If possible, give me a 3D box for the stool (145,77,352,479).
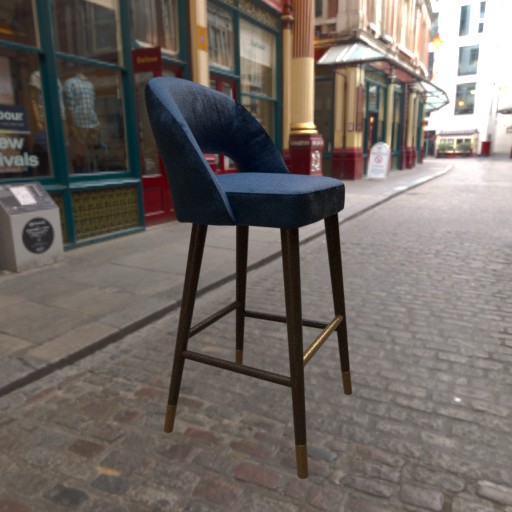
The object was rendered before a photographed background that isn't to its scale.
[{"bbox_3d":[0.000,0.000,1.318,0.515,1.016,0.514,6,15,25],"label":"stool"}]
